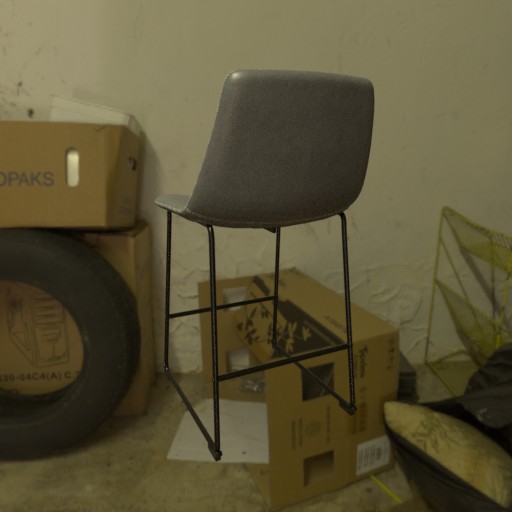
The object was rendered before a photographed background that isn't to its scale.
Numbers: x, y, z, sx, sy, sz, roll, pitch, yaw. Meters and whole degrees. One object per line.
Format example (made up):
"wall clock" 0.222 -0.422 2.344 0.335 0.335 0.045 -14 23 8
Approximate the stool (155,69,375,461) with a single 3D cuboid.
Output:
"stool" 0.000 0.000 1.204 0.470 0.876 0.546 -8 17 -26
